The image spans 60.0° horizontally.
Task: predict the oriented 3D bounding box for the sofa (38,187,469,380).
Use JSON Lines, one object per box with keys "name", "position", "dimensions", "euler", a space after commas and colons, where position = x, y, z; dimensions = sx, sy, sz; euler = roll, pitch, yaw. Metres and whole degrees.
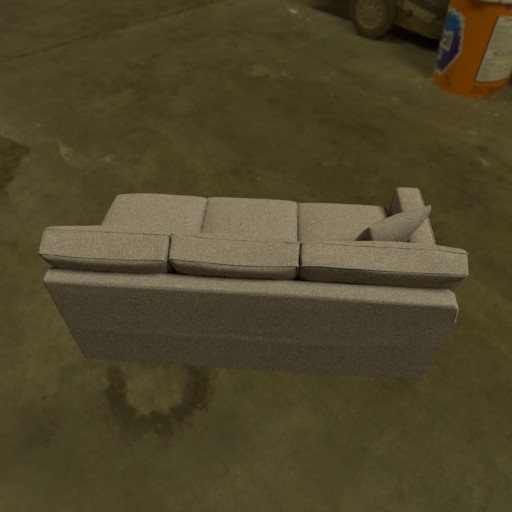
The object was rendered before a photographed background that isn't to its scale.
{"name": "sofa", "position": [0.000, 0.000, 2.571], "dimensions": [1.963, 0.946, 1.034], "euler": [3, 47, 3]}
